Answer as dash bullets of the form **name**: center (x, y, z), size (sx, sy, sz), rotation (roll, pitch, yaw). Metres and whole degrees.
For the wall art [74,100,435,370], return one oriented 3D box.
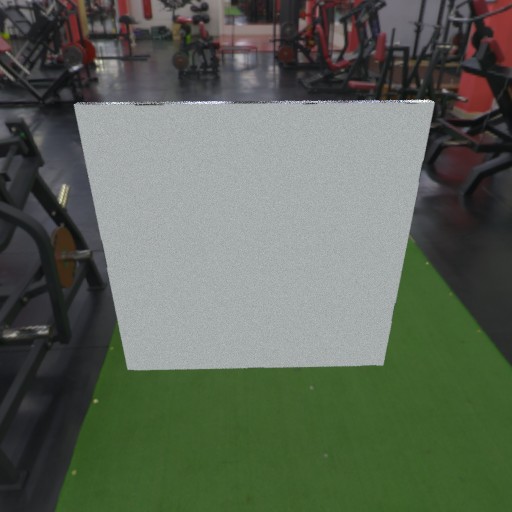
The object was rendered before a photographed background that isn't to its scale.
- **wall art**: center (0.000, 0.000, 0.665), size (0.446, 0.445, 0.014), rotation (-1, 30, -1)
